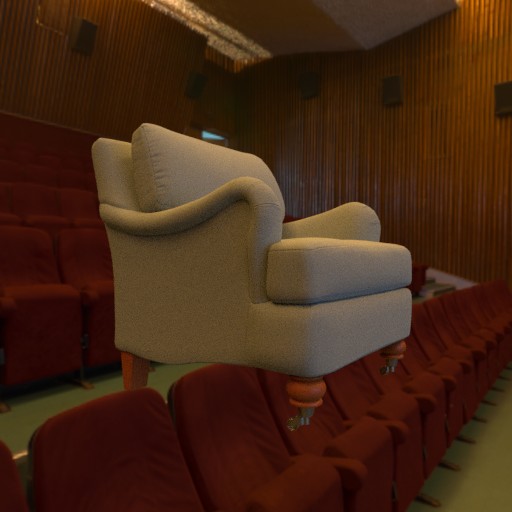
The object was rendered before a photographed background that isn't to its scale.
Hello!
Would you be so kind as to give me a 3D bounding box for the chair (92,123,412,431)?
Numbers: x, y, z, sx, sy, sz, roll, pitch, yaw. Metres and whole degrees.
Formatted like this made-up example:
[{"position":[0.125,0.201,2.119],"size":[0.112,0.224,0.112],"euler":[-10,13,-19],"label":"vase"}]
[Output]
[{"position":[0.000,0.000,1.861],"size":[1.070,1.038,0.955],"euler":[0,0,36],"label":"chair"}]
